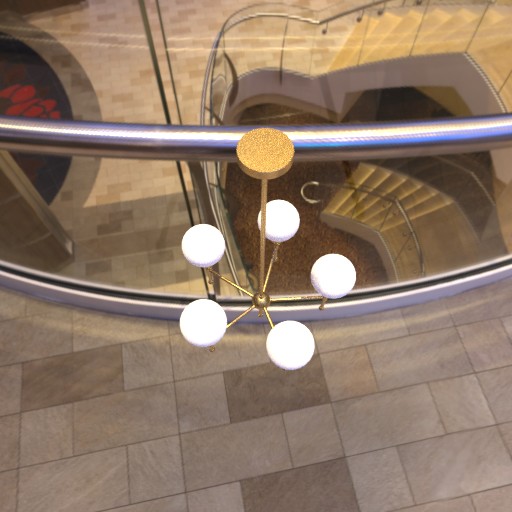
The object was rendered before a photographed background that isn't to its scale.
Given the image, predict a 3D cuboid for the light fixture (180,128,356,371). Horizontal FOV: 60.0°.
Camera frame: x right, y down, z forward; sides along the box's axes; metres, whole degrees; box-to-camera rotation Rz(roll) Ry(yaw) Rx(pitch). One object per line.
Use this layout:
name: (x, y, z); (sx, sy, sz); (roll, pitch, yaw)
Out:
light fixture: (0.000, 0.000, 1.828); (0.785, 1.331, 0.815); (30, 66, 15)
